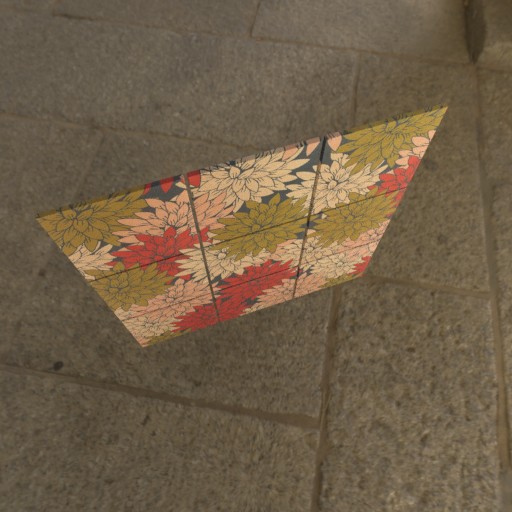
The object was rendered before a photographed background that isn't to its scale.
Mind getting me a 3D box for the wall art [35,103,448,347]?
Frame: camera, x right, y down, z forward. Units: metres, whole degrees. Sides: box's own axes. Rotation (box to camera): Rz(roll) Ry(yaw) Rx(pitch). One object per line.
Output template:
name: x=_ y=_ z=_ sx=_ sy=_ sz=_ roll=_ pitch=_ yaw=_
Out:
wall art: x=0.000 y=0.000 z=1.332 sx=0.904 sy=0.913 sz=0.013 roll=-17 pitch=64 yaw=-9
